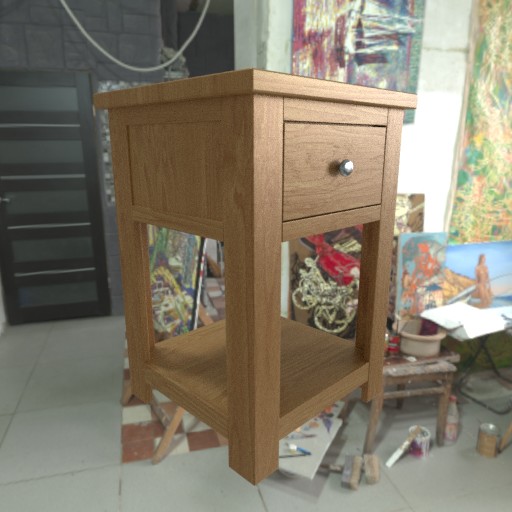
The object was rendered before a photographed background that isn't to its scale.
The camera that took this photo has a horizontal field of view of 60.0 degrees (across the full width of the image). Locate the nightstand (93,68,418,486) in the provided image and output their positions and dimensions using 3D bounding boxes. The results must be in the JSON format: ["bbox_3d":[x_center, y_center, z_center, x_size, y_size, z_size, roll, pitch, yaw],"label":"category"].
[{"bbox_3d":[0.000,0.000,0.889,0.428,0.614,0.418,-14,20,-43],"label":"nightstand"}]
